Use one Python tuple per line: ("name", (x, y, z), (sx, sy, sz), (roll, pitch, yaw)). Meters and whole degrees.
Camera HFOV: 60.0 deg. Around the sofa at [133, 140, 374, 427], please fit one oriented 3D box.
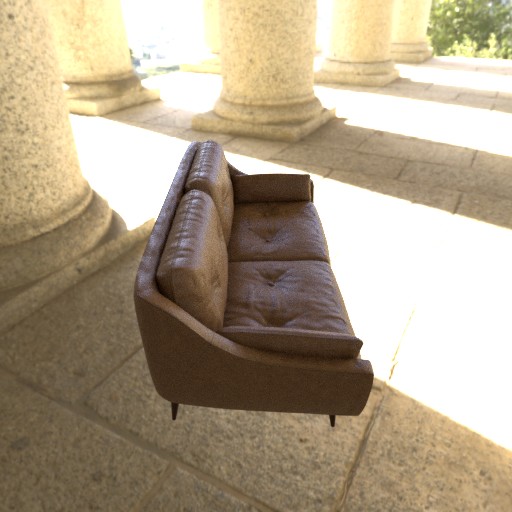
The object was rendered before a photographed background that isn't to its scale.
("sofa", (0.000, 0.000, 2.443), (0.904, 0.839, 1.902), (0, 31, 0))
